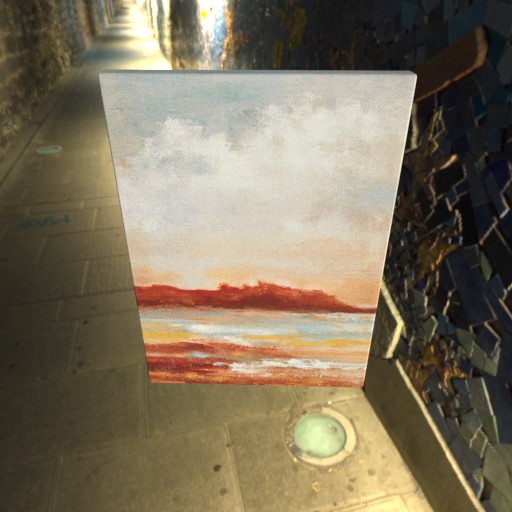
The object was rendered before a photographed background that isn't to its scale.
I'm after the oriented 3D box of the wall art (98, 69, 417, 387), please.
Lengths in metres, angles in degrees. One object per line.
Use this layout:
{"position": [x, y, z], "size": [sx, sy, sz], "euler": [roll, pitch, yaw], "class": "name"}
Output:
{"position": [0.000, 0.000, 0.780], "size": [0.443, 0.605, 0.035], "euler": [1, 31, 2], "class": "wall art"}
